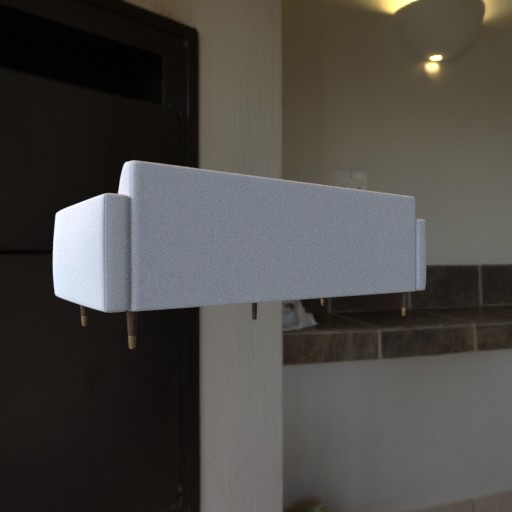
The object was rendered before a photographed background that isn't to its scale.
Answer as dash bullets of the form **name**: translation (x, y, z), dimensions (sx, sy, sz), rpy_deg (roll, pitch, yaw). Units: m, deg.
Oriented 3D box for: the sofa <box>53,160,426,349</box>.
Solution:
- **sofa**: translation (0.000, 0.000, 2.838), dimensions (2.291, 0.821, 0.990), rpy_deg (0, 0, -35)
